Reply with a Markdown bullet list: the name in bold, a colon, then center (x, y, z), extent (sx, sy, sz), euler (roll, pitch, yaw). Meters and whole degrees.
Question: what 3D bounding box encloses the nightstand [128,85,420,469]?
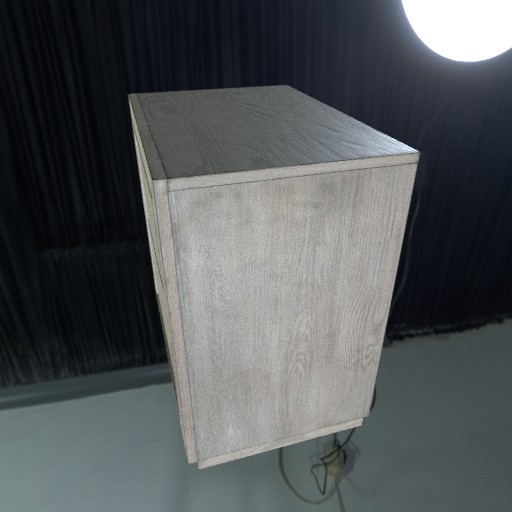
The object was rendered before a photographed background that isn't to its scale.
- **nightstand**: center (0.000, 0.000, 1.084), extent (0.483, 0.673, 0.612), euler (-9, 32, -14)
